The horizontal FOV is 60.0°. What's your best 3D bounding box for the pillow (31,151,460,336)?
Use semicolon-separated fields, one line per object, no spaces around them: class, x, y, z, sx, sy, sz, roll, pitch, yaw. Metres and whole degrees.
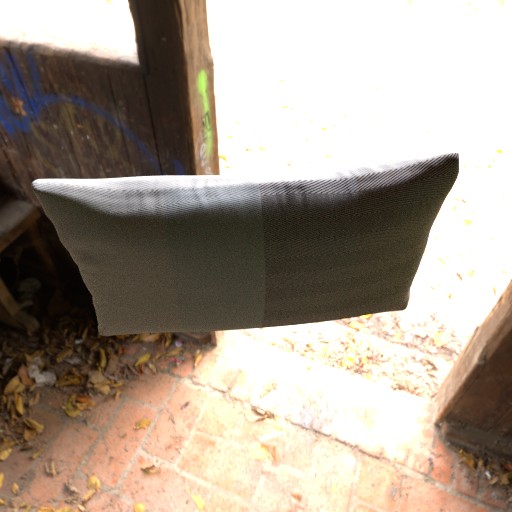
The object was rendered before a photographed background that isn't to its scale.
pillow;0.000;0.000;0.619;0.506;0.305;0.139;-4;47;-4
